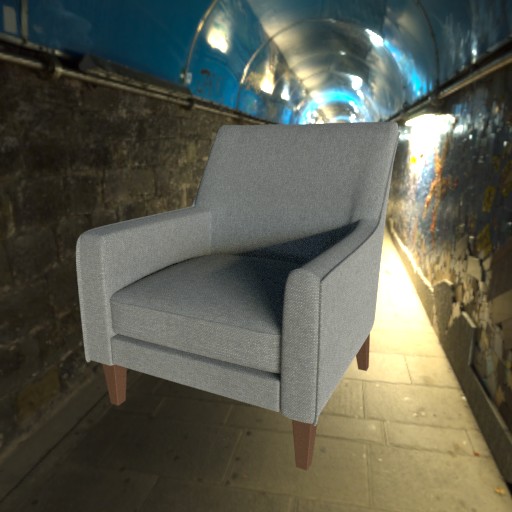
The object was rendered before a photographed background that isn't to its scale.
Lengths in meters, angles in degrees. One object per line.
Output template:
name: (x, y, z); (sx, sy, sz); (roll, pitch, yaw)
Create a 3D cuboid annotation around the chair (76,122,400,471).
chair: (0.000, 0.000, 1.557); (0.780, 0.919, 0.899); (7, 16, 26)
